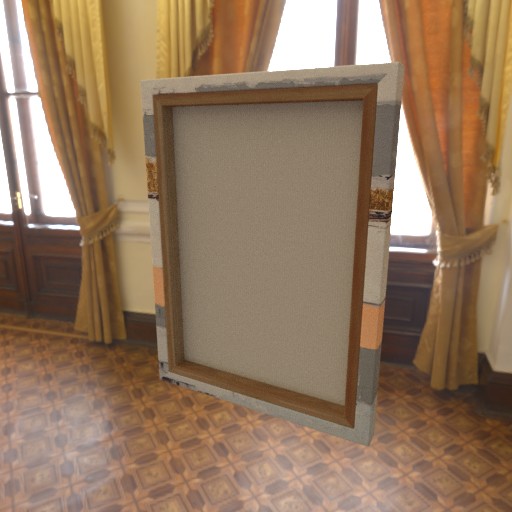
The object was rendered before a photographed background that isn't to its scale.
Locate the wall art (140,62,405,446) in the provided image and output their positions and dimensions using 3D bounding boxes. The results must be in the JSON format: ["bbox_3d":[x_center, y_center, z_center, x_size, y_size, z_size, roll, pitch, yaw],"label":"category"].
[{"bbox_3d":[0.000,0.000,0.794,0.456,0.609,0.038,8,17,27],"label":"wall art"}]
